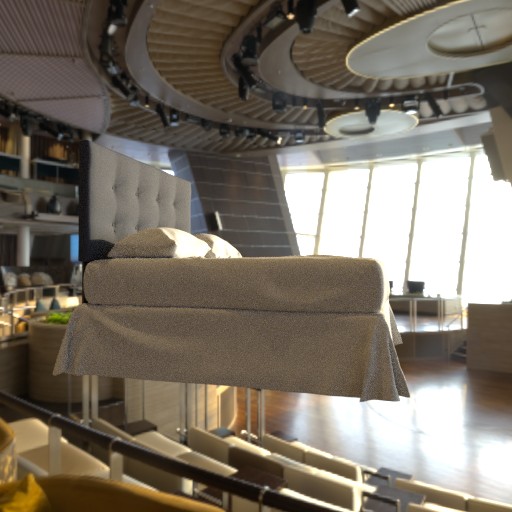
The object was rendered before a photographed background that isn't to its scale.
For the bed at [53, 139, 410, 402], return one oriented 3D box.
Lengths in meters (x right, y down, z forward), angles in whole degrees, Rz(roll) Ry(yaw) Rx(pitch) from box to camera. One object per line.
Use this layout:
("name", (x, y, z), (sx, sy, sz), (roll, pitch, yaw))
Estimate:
("bed", (0.000, 0.000, 3.489), (2.222, 1.577, 1.936), (0, -1, 17))
